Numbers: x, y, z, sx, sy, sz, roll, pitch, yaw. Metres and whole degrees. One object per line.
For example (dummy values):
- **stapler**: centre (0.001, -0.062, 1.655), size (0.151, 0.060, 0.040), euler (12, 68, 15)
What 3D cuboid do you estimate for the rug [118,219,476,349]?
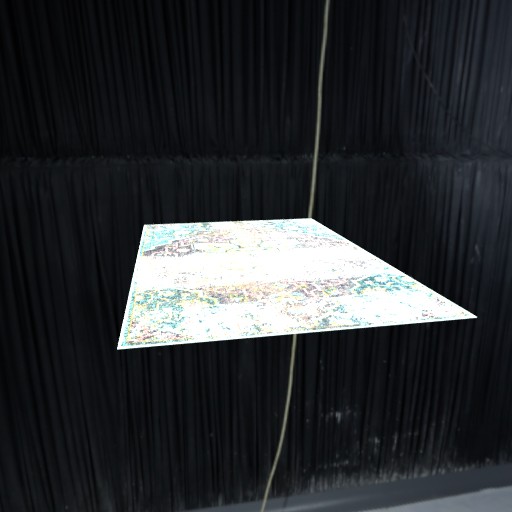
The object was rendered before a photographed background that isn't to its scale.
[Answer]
- **rug**: centre (0.000, 0.000, 2.912), size (1.566, 0.004, 2.363), euler (-3, 16, -10)
